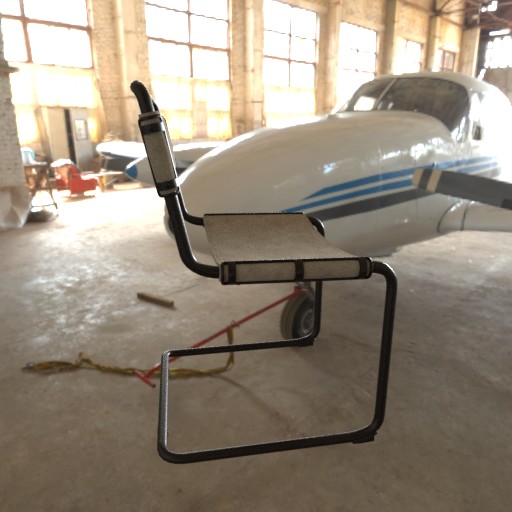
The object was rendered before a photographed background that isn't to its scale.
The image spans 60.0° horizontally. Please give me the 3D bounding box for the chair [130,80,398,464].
[{"bbox_3d":[0.000,0.000,1.061,0.497,0.747,0.499,-3,17,-10],"label":"chair"}]
